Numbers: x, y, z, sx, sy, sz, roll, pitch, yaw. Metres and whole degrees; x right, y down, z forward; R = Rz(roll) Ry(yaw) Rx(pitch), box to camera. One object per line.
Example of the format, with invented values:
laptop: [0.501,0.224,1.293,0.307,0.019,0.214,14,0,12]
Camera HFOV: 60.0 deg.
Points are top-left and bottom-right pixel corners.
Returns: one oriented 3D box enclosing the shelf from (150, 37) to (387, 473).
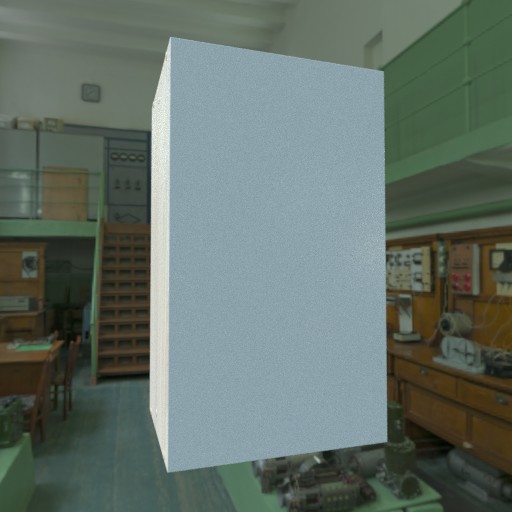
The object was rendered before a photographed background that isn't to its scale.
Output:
shelf: [0.000,0.000,0.801,0.350,0.600,0.290,1,-2,-18]
